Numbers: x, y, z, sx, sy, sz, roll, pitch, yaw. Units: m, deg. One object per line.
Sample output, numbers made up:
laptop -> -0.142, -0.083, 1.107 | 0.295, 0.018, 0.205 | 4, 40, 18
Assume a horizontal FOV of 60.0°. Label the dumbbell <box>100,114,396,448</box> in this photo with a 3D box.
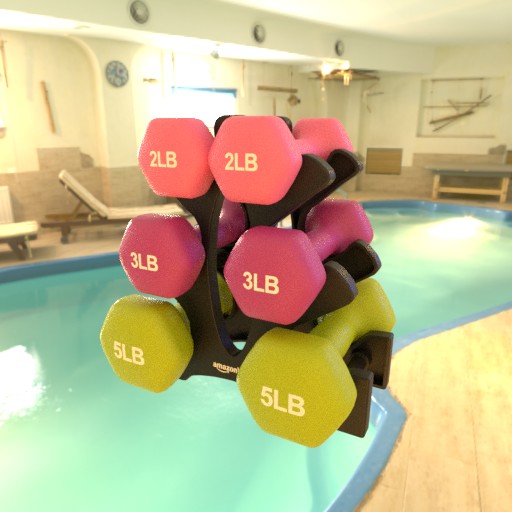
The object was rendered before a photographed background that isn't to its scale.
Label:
dumbbell -> 0.000, 0.000, 0.432 | 0.257, 0.261, 0.203 | 9, 19, 27
